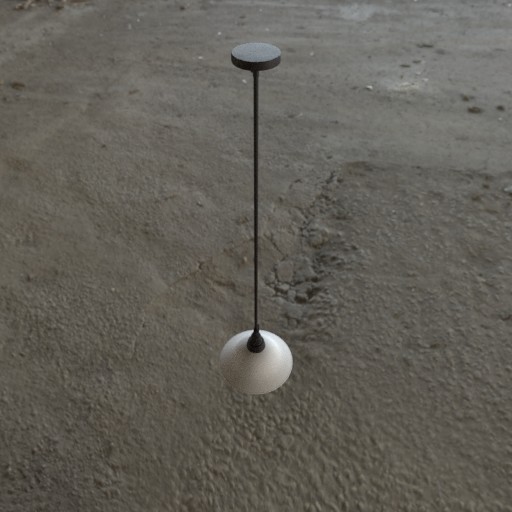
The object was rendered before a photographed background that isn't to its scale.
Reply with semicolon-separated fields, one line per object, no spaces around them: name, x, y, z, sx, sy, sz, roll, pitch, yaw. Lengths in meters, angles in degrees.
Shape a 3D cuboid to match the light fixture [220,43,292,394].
light fixture;0.000;0.000;1.491;0.324;1.337;0.324;10;47;9
